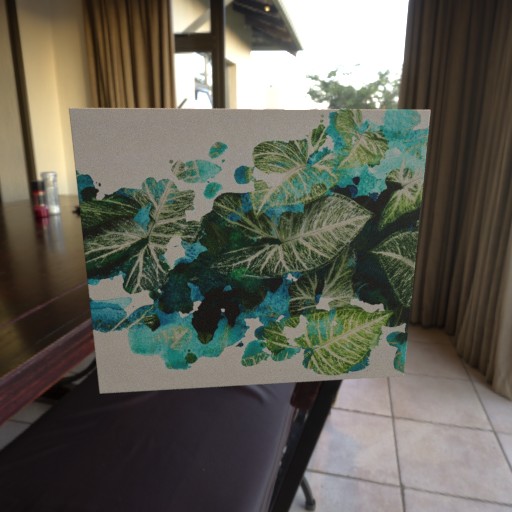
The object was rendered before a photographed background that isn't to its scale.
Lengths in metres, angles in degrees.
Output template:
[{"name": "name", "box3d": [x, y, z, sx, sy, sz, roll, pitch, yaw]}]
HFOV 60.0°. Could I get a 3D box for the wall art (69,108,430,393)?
[{"name": "wall art", "box3d": [0.000, 0.000, 0.969, 0.711, 0.610, 0.043, -2, 16, -6]}]
